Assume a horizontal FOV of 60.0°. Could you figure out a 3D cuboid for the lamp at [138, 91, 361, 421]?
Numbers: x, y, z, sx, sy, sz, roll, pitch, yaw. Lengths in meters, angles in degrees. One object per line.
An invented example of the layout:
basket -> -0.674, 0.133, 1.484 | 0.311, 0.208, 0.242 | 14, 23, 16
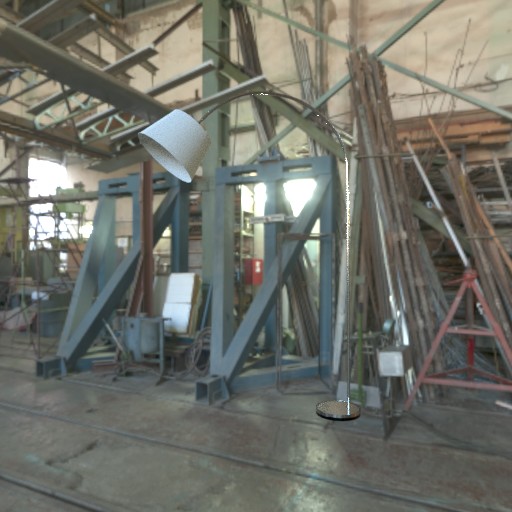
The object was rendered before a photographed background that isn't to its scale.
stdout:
lamp -> 0.000, 0.000, 2.793 | 1.445, 2.098, 0.406 | 0, -1, -18
